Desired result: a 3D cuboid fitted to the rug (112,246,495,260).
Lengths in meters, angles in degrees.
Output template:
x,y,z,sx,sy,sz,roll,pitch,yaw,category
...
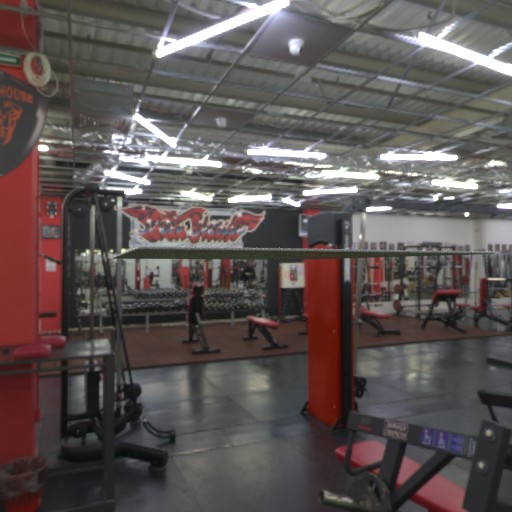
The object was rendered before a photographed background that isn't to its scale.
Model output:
x,y,z,sx,sy,sz,roll,pitch,yaw,category
0.000,0.000,4.144,2.447,0.017,3.123,0,-1,-20,rug
